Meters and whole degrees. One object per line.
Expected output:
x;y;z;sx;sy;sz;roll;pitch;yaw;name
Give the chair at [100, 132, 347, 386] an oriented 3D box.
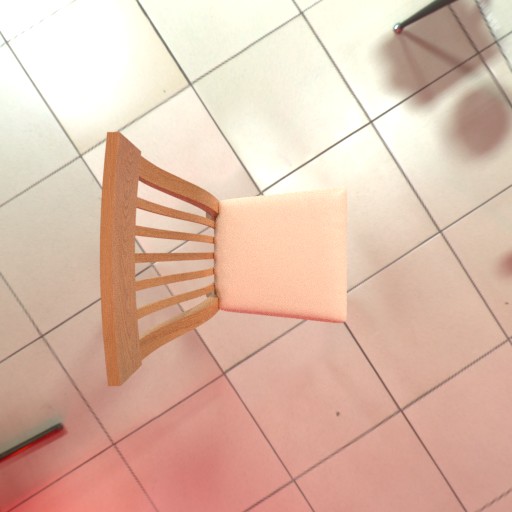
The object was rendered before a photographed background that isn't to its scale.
0.000;0.000;1.315;0.580;1.050;0.450;0;91;-1;chair
